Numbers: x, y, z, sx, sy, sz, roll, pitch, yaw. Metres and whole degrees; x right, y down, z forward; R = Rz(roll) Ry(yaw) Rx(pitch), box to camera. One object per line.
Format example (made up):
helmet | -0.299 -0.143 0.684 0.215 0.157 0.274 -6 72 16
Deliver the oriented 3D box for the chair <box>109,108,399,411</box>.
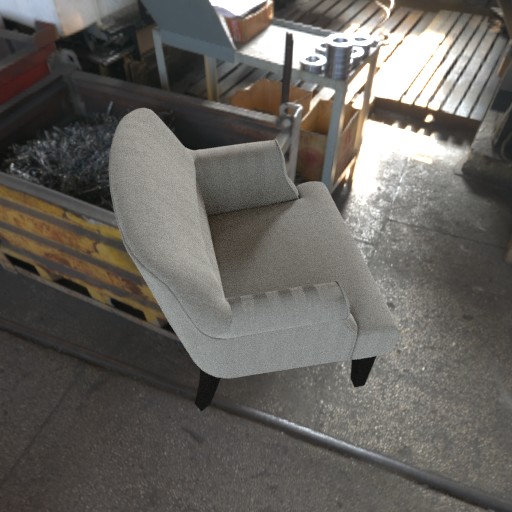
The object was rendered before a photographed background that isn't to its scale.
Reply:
chair | 0.000 0.000 1.476 0.755 0.880 0.772 -10 49 -8
